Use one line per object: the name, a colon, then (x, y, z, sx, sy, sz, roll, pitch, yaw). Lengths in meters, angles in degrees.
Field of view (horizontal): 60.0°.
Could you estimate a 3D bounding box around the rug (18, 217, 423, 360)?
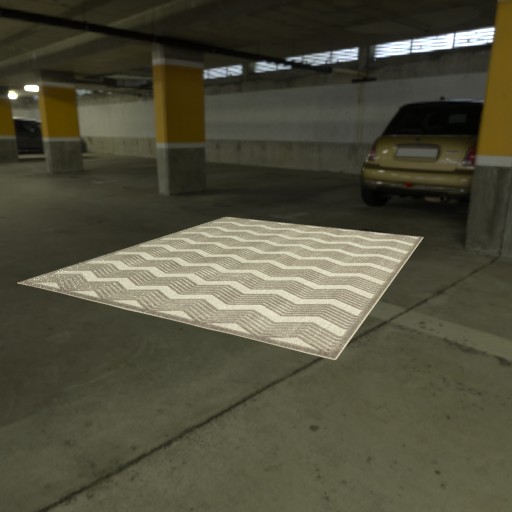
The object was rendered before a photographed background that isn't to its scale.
rug: (0.000, 0.000, 3.893, 2.391, 0.005, 2.880, 8, 18, 27)
